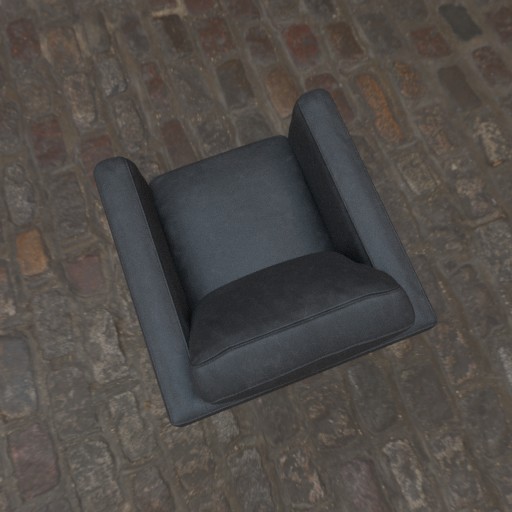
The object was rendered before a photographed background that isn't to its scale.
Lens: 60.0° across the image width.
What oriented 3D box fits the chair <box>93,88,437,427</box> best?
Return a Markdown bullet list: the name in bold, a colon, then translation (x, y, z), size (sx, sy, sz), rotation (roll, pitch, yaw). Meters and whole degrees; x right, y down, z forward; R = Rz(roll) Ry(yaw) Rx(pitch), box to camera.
- **chair**: translation (0.000, 0.000, 1.566), size (0.831, 0.898, 0.879), rotation (-20, 77, -5)
